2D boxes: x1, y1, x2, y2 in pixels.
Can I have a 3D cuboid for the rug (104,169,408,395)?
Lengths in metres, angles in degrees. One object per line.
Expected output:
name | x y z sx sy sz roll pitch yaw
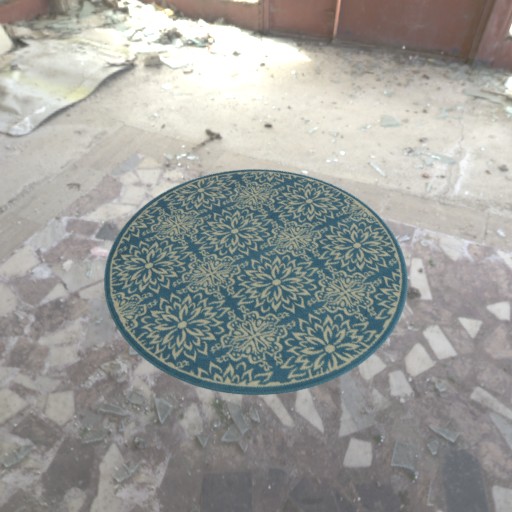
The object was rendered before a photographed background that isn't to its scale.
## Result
rug | 0.000 0.000 2.388 1.593 0.012 1.593 0 46 0
